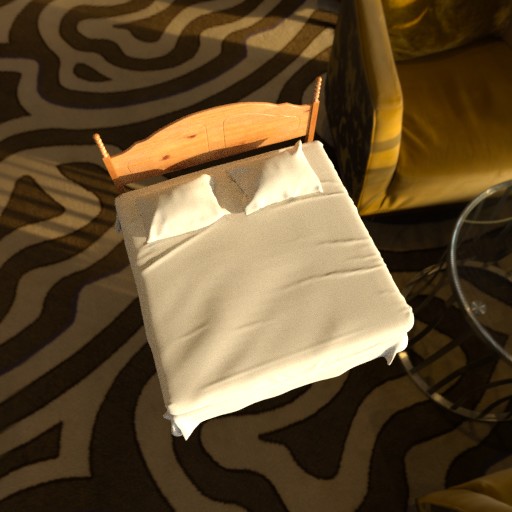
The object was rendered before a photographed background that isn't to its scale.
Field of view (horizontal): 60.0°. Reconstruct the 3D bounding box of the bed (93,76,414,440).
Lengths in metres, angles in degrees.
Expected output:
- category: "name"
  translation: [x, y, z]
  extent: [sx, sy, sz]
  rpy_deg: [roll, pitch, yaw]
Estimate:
- category: "bed"
  translation: [0.000, 0.000, 3.691]
  extent: [2.322, 1.355, 2.219]
  rpy_deg: [-17, 65, -8]
